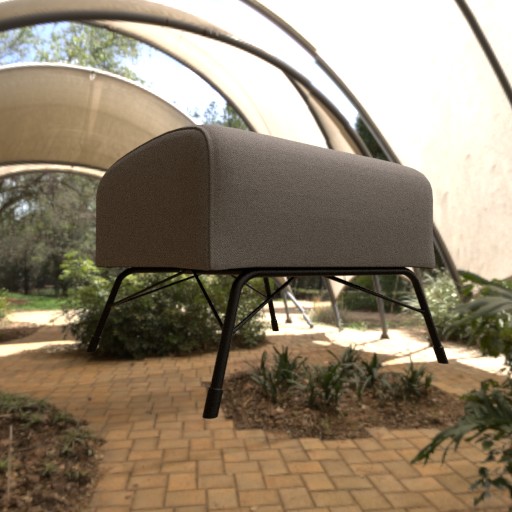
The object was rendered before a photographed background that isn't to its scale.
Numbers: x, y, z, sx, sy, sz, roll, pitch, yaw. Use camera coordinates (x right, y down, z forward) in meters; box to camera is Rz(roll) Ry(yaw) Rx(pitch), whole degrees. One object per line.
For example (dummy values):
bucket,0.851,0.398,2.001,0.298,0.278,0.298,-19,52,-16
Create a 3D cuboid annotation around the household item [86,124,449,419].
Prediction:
household item,0.000,0.000,0.906,0.530,0.410,0.530,1,-2,-36
